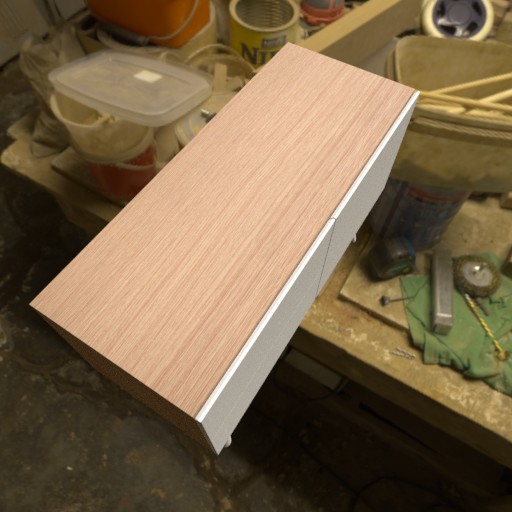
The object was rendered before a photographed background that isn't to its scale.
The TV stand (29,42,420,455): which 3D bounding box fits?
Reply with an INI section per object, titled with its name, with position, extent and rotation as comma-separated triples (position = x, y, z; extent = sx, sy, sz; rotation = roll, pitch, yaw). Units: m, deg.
[TV stand]
position = 0.000, 0.000, 1.294
extent = 0.407, 0.660, 0.991
rotation = 28, 63, 16
